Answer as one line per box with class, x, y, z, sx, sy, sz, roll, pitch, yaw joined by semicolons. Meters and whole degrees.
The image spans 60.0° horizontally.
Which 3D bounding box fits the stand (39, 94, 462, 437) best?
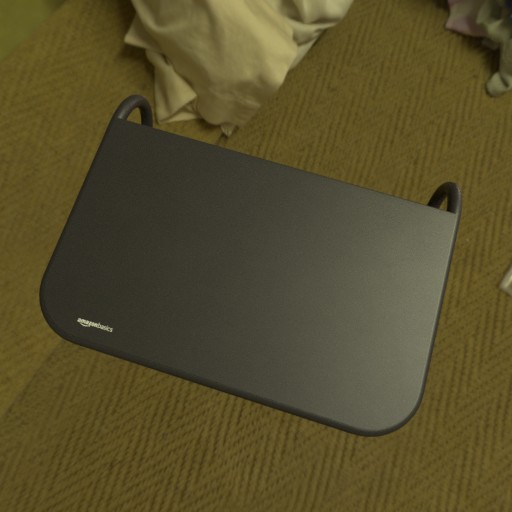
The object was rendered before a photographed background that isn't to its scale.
stand;0.000;0.000;0.476;0.370;0.108;0.280;17;77;4
